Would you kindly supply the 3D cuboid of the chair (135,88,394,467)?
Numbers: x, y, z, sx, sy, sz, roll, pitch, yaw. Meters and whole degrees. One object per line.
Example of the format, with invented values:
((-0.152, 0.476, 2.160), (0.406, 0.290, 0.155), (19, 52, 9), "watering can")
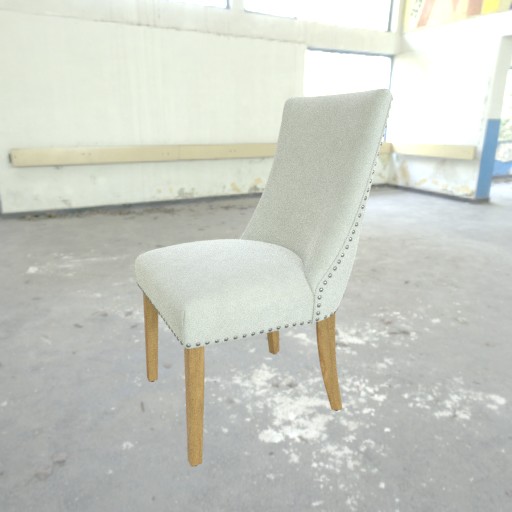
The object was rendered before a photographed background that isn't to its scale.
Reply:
((0.000, 0.000, 1.281), (0.610, 0.902, 0.495), (-8, 18, -26), "chair")
